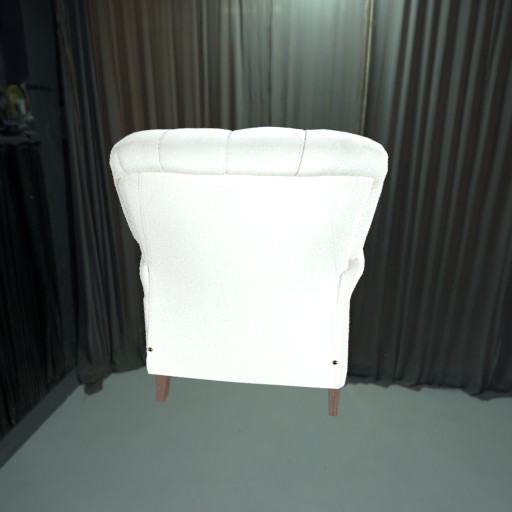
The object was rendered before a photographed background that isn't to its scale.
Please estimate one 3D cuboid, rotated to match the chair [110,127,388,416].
[{"bbox_3d":[0.000,0.000,2.058,1.035,1.169,1.132,2,18,7],"label":"chair"}]
